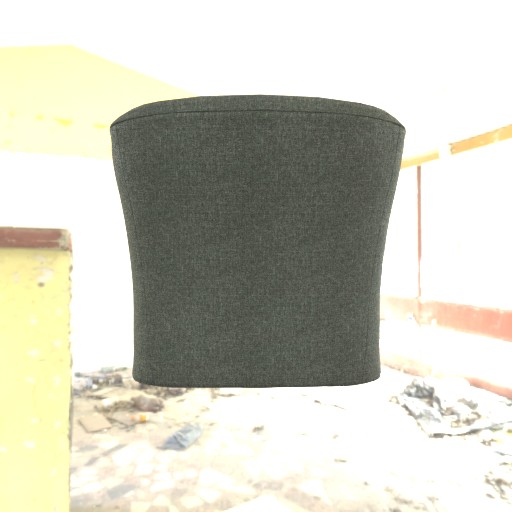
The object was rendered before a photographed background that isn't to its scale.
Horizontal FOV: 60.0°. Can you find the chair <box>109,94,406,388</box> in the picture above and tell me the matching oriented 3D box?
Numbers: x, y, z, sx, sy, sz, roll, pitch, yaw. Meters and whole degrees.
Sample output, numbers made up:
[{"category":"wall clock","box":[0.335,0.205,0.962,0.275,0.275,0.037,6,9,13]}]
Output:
[{"category":"chair","box":[0.000,0.000,1.594,0.864,0.856,0.923,0,0,-1]}]
